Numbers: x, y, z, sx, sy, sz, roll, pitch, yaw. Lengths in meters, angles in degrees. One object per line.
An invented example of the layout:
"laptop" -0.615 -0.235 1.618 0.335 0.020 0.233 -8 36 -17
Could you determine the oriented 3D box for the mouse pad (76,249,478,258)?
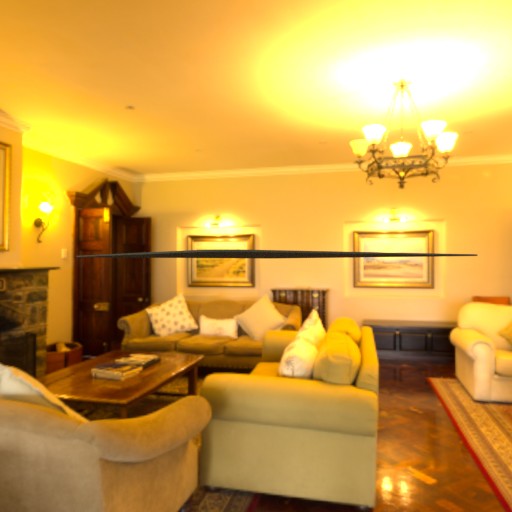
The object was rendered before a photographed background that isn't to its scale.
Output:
"mouse pad" 0.000 0.000 0.631 0.393 0.002 0.451 1 -1 -35
